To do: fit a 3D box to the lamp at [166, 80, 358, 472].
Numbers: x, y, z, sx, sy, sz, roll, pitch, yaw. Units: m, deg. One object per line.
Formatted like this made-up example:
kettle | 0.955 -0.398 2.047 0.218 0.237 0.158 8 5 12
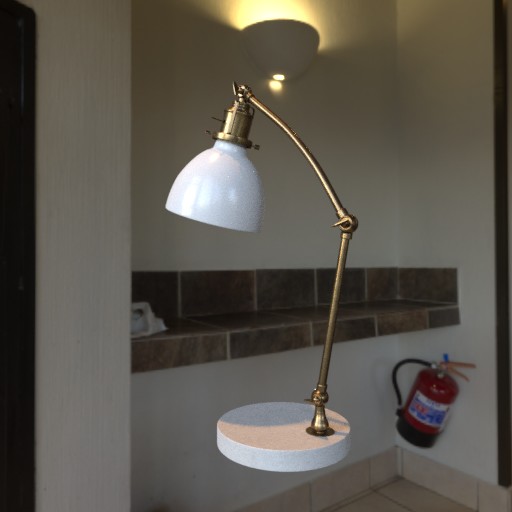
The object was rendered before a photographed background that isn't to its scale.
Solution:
lamp | 0.000 0.000 0.656 0.317 0.522 0.186 -1 -1 35
